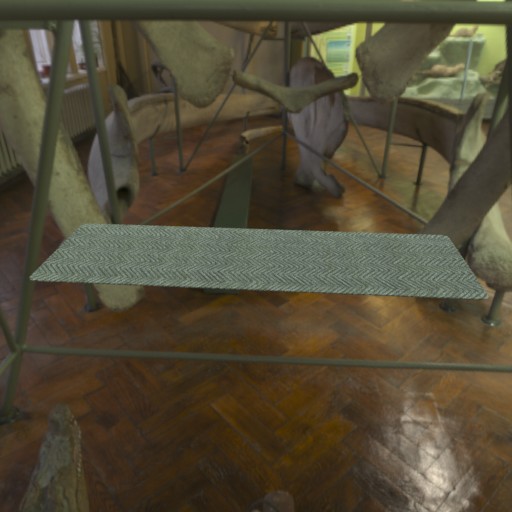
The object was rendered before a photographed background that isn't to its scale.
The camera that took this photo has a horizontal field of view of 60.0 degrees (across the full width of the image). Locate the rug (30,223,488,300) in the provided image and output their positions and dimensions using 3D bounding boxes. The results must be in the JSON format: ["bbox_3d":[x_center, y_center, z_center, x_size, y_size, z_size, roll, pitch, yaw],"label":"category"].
[{"bbox_3d":[0.000,0.000,2.479,2.286,0.008,0.686,2,29,4],"label":"rug"}]
